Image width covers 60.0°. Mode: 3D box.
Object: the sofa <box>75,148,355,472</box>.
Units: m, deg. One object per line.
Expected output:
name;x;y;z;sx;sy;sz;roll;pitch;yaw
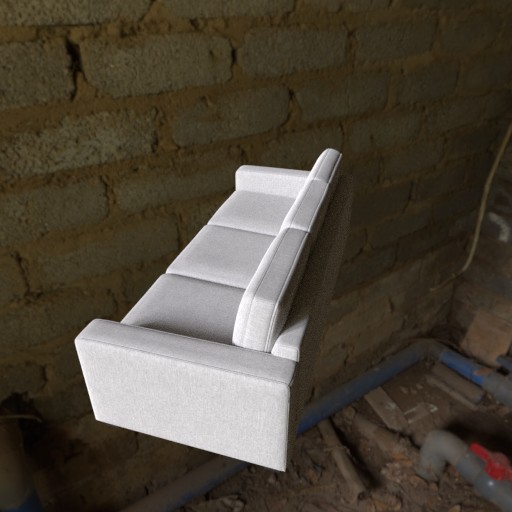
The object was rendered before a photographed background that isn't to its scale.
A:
sofa;0.000;0.000;2.582;0.900;0.800;2.120;9;32;14
